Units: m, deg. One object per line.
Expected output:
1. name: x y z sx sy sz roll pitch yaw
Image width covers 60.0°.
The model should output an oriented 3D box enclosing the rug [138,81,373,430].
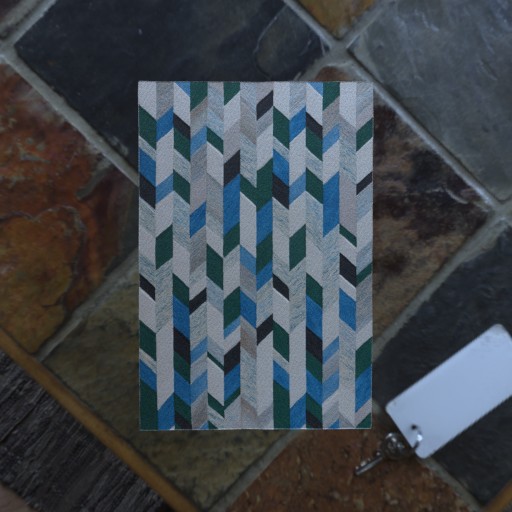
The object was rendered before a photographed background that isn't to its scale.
1. rug: 0.000 0.000 2.322 1.229 0.005 1.827 0 90 -1
